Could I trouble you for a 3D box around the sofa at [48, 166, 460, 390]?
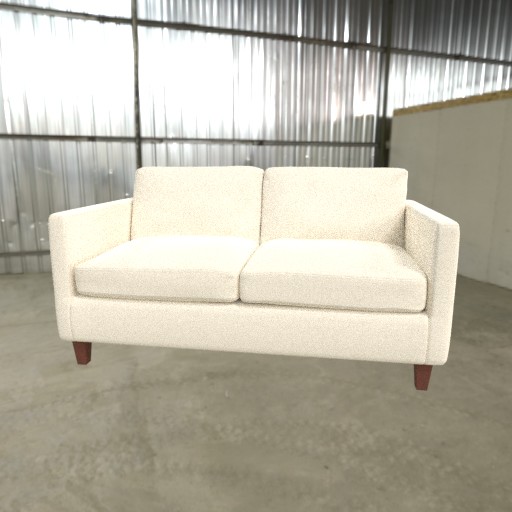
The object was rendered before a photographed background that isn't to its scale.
[{"bbox_3d":[0.000,0.000,2.250,1.702,0.888,0.964,2,13,9],"label":"sofa"}]
